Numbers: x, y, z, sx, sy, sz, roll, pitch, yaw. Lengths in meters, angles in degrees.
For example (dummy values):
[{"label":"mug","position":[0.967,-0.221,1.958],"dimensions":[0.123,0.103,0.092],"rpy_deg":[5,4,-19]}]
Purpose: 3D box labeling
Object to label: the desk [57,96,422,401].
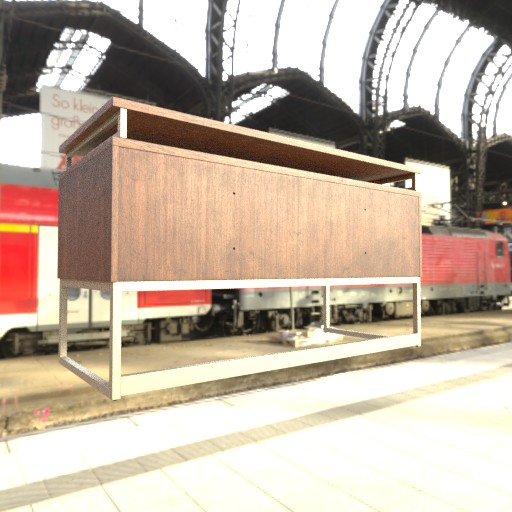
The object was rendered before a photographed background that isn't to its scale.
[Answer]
[{"label":"desk","position":[0.000,0.000,1.799],"dimensions":[1.384,0.792,0.610],"rpy_deg":[1,-2,-37]}]
